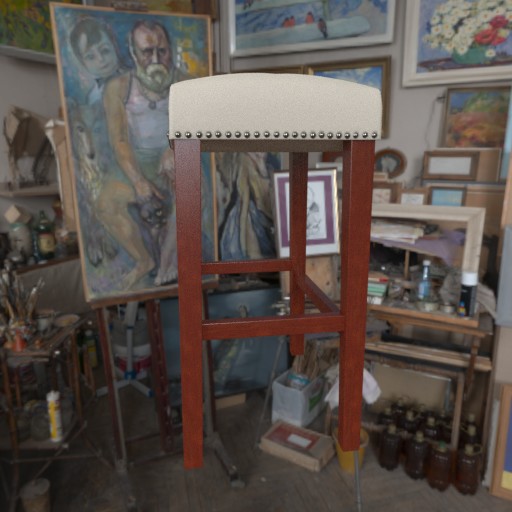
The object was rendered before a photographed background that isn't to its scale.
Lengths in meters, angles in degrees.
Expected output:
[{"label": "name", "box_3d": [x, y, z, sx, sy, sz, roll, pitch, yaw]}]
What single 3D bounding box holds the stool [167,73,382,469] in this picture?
[{"label": "stool", "box_3d": [0.000, 0.000, 1.044, 0.372, 0.742, 0.504, -2, 14, -9]}]
